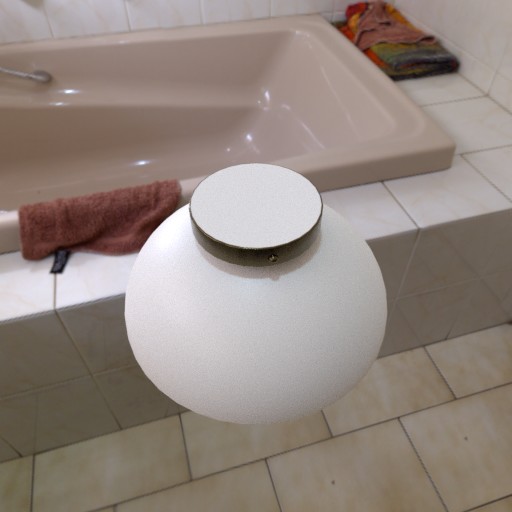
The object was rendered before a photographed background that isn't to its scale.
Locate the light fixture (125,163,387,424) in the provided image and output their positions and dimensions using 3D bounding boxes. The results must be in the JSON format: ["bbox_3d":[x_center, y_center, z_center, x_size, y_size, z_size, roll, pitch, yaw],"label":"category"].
[{"bbox_3d":[0.000,0.000,0.555,0.355,0.177,0.355,0,47,0],"label":"light fixture"}]
